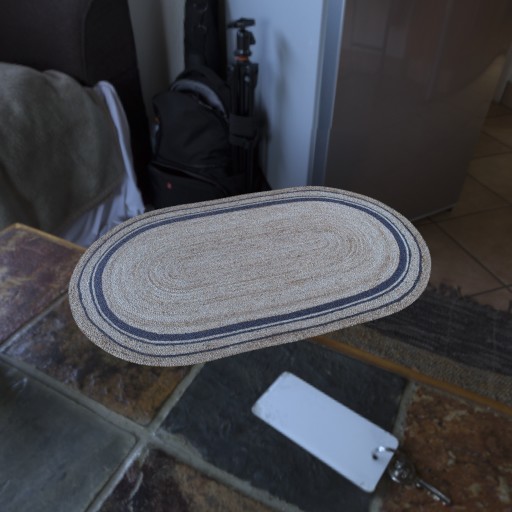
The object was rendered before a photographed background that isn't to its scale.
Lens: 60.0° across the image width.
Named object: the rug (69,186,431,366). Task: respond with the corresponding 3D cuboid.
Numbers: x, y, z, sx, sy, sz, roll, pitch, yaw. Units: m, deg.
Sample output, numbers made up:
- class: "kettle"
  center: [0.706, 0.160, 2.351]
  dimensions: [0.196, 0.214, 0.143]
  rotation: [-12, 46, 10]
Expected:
- class: "rug"
  center: [0.000, 0.000, 3.022]
  dimensions: [2.432, 0.006, 1.520]
  rotation: [-11, 42, -13]
